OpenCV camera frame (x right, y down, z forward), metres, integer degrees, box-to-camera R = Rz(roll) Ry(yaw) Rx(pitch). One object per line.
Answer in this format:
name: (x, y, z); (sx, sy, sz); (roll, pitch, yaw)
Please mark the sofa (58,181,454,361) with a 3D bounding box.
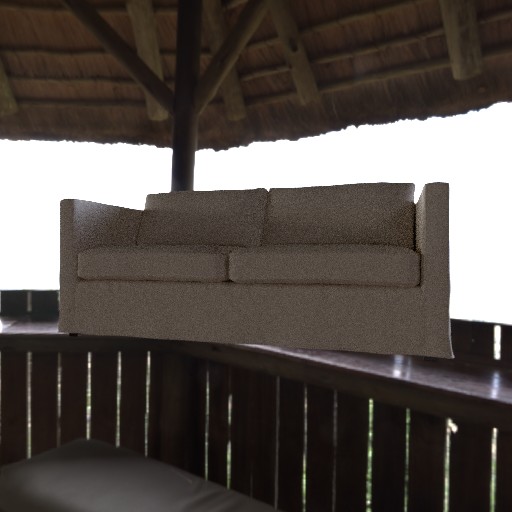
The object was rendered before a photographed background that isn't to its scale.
sofa: (0.000, 0.000, 2.526); (1.987, 0.870, 0.940); (0, 0, 17)
